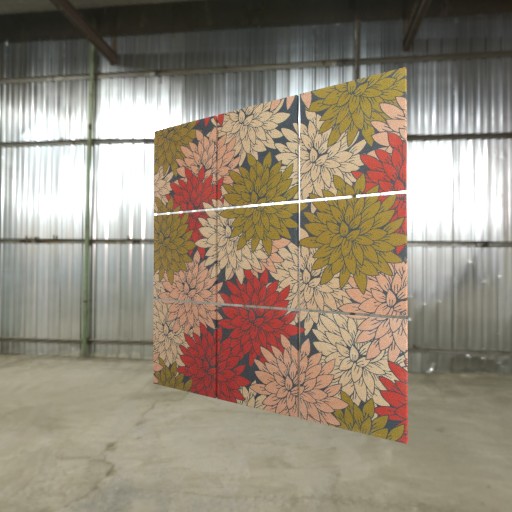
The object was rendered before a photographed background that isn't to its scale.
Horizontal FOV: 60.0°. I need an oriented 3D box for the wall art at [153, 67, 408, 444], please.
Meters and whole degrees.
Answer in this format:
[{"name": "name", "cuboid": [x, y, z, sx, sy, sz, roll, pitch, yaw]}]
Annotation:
[{"name": "wall art", "cuboid": [0.000, 0.000, 1.343, 0.904, 0.913, 0.013, 0, -1, 36]}]
